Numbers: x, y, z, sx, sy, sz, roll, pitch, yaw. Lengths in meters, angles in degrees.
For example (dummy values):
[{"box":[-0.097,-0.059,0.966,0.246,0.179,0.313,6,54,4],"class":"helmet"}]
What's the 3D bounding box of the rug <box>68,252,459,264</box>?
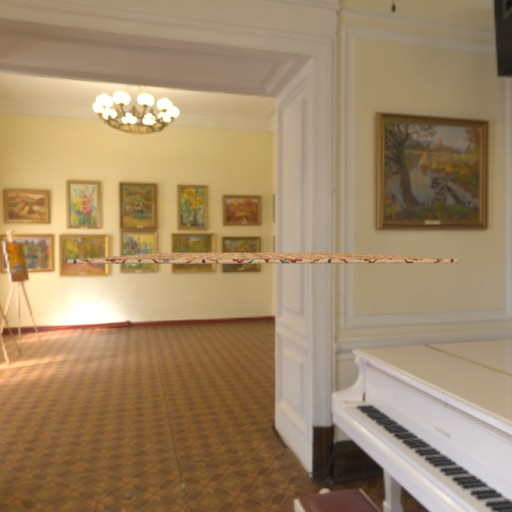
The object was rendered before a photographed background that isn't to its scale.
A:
[{"box":[0.000,0.000,2.881,1.541,0.018,2.297,0,1,-2],"class":"rug"}]
